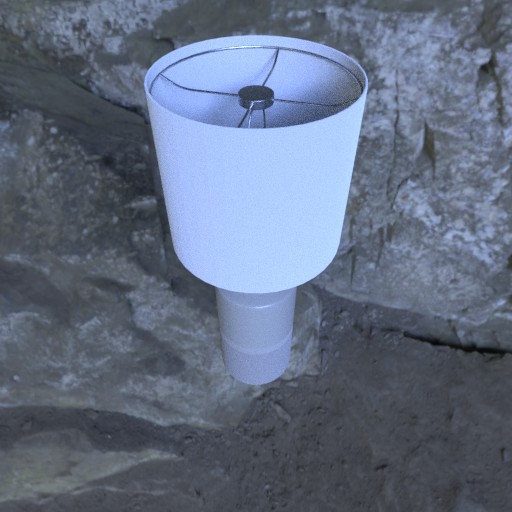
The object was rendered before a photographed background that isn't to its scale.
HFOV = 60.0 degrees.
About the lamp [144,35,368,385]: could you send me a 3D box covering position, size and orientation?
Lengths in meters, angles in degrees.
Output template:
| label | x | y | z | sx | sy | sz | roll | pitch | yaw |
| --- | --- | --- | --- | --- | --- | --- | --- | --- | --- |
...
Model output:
| label | x | y | z | sx | sy | sz | roll | pitch | yaw |
| --- | --- | --- | --- | --- | --- | --- | --- | --- | --- |
| lamp | 0.000 | 0.000 | 0.599 | 0.212 | 0.493 | 0.212 | 11 | 46 | 10 |
